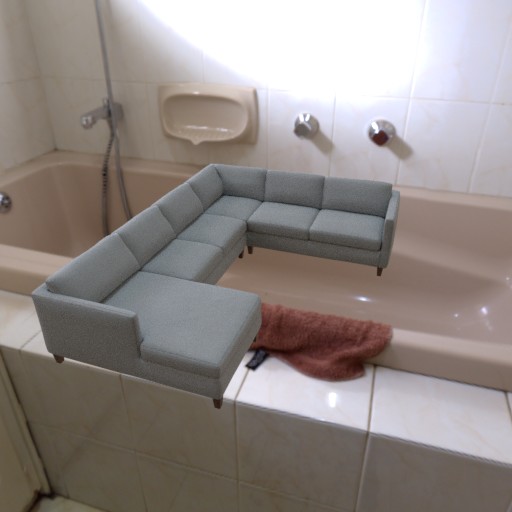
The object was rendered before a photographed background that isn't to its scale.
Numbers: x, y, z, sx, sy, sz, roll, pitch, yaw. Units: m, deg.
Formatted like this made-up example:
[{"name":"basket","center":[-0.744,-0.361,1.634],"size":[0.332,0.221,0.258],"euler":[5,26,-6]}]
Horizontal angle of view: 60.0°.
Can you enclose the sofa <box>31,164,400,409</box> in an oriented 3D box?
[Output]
[{"name":"sofa","center":[0.000,0.000,4.434],"size":[2.551,0.853,3.238],"euler":[10,31,17]}]
